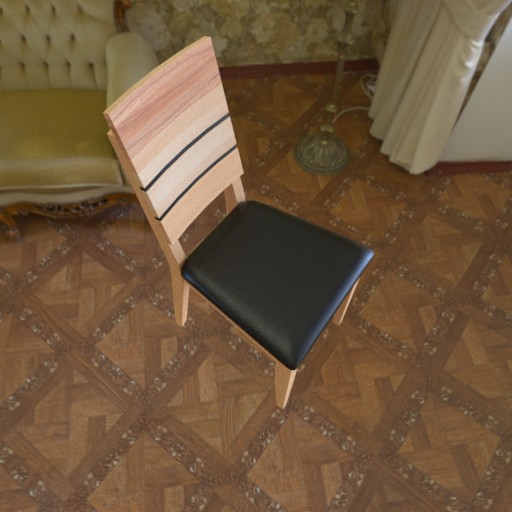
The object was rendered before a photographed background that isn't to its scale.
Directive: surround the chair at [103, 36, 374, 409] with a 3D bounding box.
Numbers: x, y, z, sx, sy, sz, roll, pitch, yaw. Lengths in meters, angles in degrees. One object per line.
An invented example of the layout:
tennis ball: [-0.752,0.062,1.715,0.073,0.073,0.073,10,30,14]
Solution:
chair: [0.000,0.000,1.203,0.520,0.940,0.410,32,63,18]
